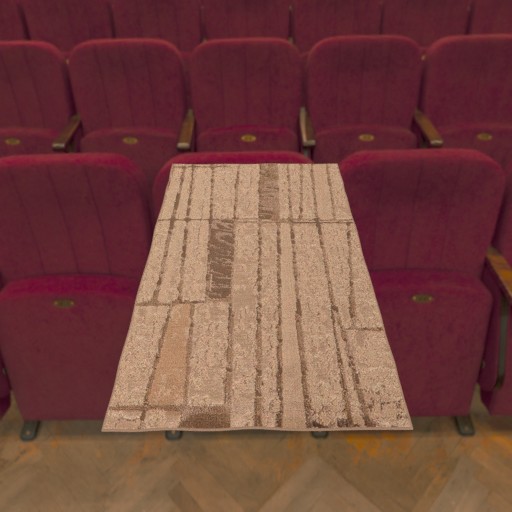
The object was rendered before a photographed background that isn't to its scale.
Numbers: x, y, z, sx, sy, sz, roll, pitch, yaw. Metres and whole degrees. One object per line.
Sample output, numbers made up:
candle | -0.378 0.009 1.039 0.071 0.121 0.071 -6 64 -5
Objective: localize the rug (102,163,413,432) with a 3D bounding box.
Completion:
rug | 0.000 0.000 1.052 0.515 0.007 0.867 0 41 0
